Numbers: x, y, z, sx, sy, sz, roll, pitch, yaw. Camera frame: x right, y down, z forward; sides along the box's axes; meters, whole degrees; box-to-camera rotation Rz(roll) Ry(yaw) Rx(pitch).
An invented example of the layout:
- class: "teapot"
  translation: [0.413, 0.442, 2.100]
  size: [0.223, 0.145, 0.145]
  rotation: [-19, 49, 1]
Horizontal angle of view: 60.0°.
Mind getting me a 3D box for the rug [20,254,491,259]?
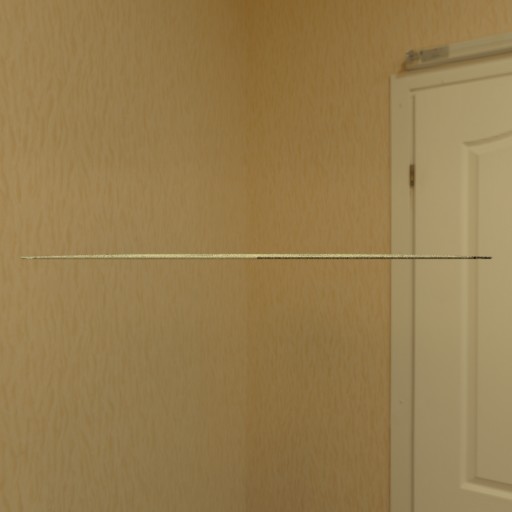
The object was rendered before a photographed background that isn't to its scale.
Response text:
- class: "rug"
  translation: [0.000, 0.000, 2.965]
  size: [2.312, 0.013, 1.600]
  rotation: [0, 1, 0]
